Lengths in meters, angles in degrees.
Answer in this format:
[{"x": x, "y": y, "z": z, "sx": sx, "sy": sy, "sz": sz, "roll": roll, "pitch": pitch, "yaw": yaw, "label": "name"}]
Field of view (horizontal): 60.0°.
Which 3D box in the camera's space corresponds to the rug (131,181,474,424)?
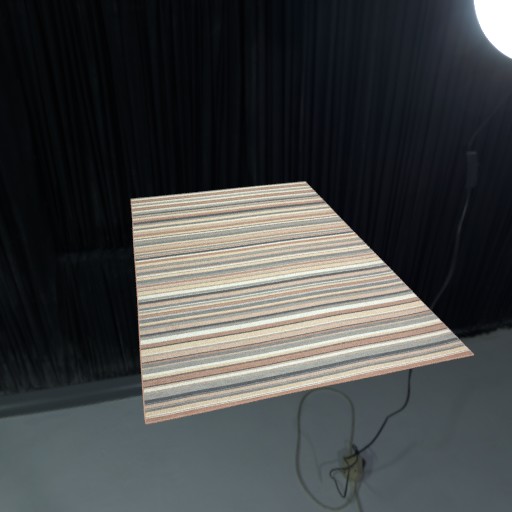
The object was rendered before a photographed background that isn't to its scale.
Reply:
[{"x": 0.000, "y": 0.000, "z": 2.296, "sx": 1.219, "sy": 0.008, "sz": 1.829, "roll": -8, "pitch": 32, "yaw": -13, "label": "rug"}]
